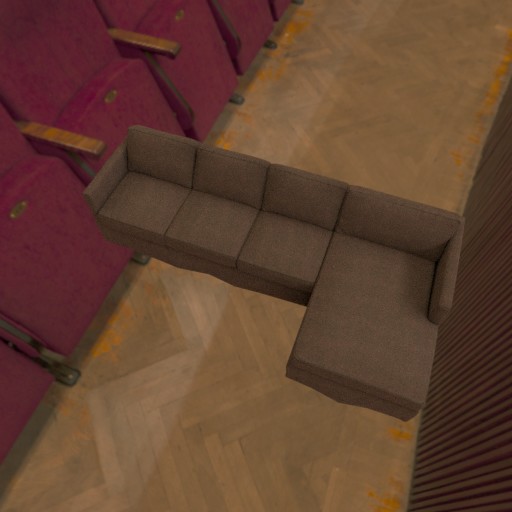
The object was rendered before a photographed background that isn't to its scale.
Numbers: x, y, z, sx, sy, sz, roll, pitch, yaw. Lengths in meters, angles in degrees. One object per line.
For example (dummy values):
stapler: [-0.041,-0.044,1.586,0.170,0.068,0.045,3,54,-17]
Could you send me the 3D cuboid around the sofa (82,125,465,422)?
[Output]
sofa: [0.000,0.000,3.835,3.205,0.922,1.650,18,58,11]
